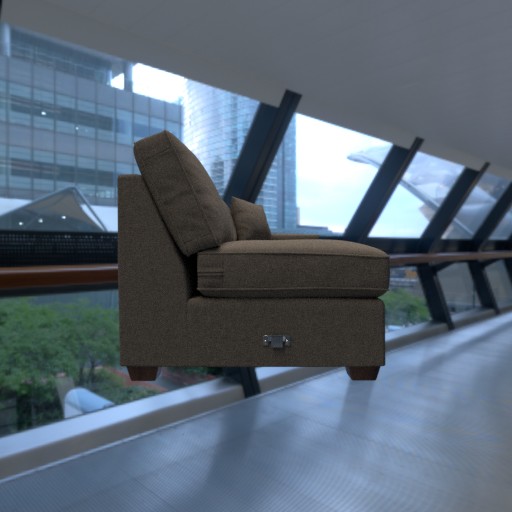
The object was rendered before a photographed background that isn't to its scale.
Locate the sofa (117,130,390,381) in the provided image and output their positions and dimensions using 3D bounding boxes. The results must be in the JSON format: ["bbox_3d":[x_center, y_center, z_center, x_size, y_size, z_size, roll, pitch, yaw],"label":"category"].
[{"bbox_3d":[0.000,0.000,2.593,1.034,0.946,1.963,0,0,0],"label":"sofa"}]
